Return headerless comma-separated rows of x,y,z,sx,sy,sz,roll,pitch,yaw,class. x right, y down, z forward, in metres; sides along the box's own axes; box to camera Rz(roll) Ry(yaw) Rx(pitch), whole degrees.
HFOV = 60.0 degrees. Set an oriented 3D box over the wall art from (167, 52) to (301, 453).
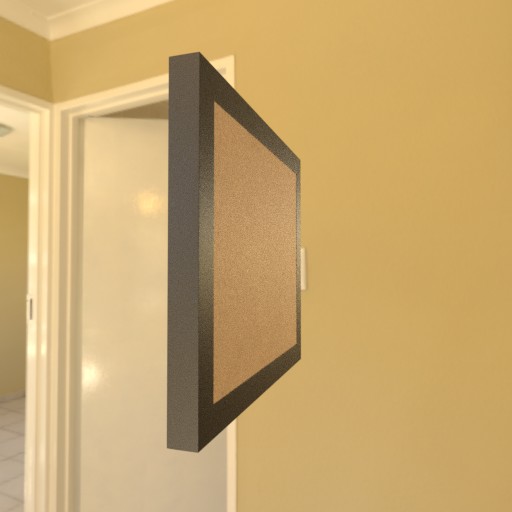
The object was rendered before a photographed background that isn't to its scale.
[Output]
0.000,0.000,0.540,0.028,0.321,0.381,0,-2,18,wall art
